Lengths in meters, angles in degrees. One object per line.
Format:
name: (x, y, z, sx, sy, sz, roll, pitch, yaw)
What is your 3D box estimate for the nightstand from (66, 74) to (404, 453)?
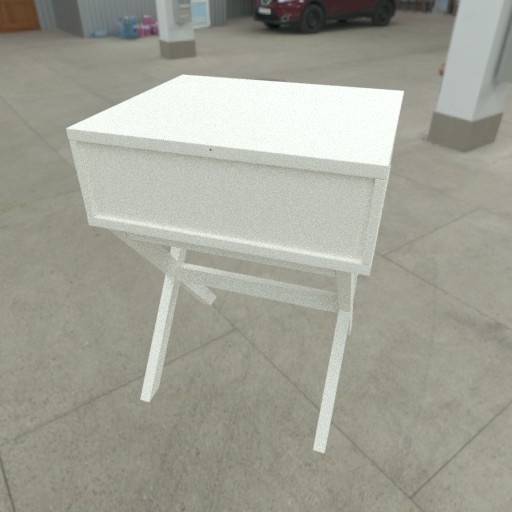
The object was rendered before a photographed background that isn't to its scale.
nightstand: (0.000, 0.000, 0.944, 0.479, 0.623, 0.402, 10, 35, 15)
